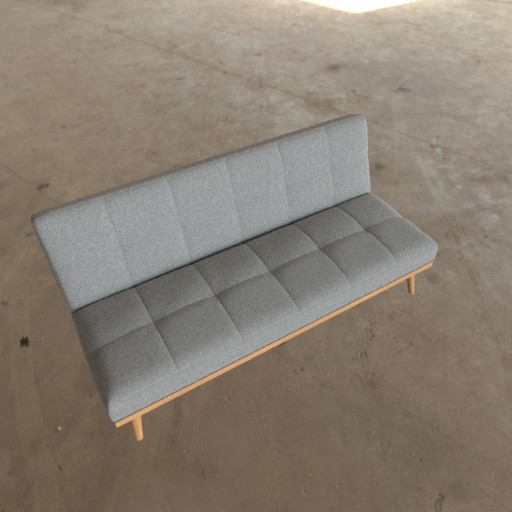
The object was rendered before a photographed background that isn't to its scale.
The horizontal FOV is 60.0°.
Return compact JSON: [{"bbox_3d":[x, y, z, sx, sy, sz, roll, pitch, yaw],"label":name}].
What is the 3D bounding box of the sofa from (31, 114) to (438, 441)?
[{"bbox_3d":[0.000,0.000,2.236,1.820,0.800,0.800,-23,49,-21],"label":"sofa"}]
